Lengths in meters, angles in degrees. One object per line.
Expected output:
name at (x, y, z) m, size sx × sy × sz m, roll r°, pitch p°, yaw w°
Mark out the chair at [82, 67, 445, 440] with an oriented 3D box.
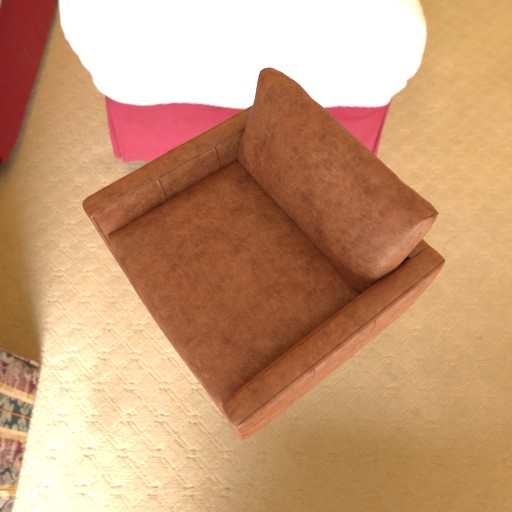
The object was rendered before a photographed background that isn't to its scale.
chair at (0.000, 0.000, 1.649) m, size 0.862 × 0.869 × 0.967 m, roll -34°, pitch 68°, yaw -16°
